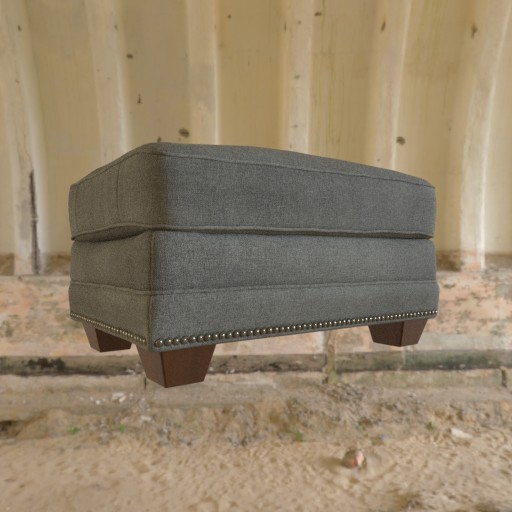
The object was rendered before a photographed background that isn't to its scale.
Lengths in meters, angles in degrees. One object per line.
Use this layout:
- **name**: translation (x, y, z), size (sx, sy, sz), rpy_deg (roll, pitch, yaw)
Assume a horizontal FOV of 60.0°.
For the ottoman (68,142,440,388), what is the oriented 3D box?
- **ottoman**: translation (0.000, 0.000, 1.130), size (0.813, 0.457, 0.561), rpy_deg (1, -1, -36)
